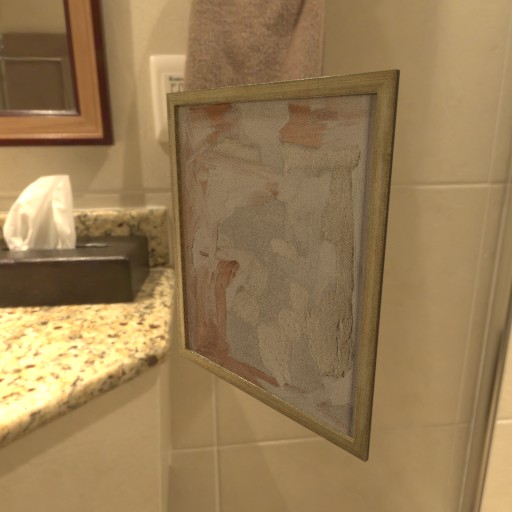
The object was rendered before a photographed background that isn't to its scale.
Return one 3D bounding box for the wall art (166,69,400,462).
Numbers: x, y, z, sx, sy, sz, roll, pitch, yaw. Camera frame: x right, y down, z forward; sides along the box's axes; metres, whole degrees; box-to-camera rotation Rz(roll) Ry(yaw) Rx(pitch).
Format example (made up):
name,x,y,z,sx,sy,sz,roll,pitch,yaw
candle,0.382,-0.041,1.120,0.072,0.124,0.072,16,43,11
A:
name,x,y,z,sx,sy,sz,roll,pitch,yaw
wall art,0.000,0.000,0.769,0.009,0.559,0.483,-15,22,-43
